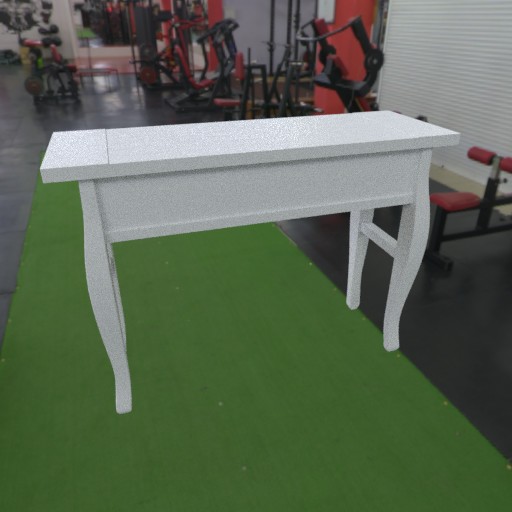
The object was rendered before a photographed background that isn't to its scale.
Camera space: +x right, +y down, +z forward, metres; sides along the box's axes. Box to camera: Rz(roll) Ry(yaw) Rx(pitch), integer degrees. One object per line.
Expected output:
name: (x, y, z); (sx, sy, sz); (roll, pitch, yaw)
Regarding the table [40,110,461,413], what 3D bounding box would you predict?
table: (0.000, 0.000, 1.400); (1.062, 0.768, 0.373); (-9, 29, -16)
